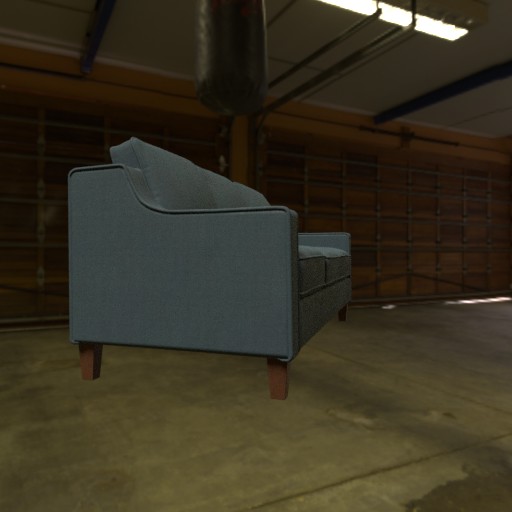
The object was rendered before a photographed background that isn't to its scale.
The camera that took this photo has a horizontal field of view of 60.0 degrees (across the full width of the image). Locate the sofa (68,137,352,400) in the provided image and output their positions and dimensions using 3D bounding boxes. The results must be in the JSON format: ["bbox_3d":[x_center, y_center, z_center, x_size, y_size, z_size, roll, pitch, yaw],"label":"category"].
[{"bbox_3d":[0.000,0.000,2.535,0.911,0.974,1.986,0,0,18],"label":"sofa"}]
